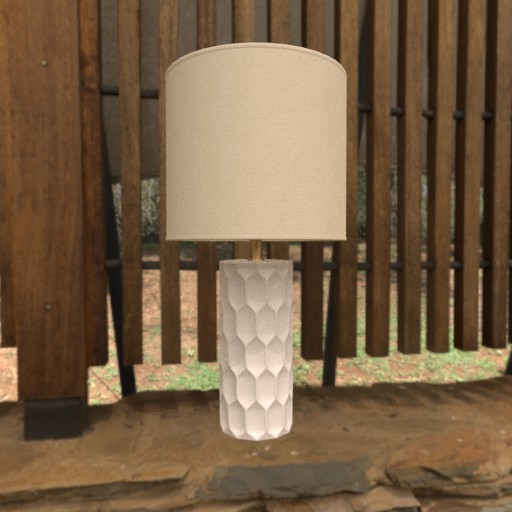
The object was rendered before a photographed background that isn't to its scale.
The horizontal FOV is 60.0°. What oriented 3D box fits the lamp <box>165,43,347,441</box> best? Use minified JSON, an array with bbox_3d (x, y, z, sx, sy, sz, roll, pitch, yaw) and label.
[{"bbox_3d":[0.000,0.000,0.694,0.277,0.537,0.277,0,1,-16],"label":"lamp"}]
